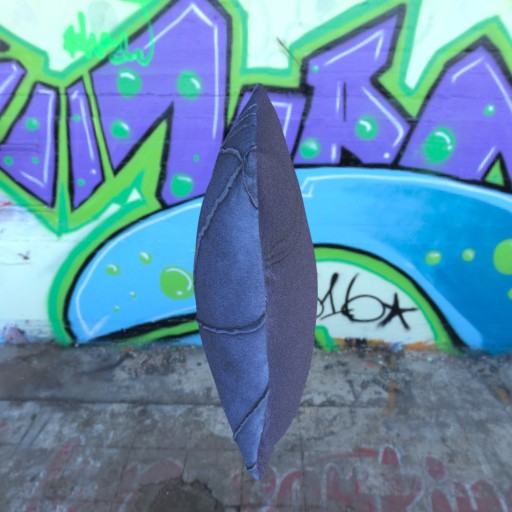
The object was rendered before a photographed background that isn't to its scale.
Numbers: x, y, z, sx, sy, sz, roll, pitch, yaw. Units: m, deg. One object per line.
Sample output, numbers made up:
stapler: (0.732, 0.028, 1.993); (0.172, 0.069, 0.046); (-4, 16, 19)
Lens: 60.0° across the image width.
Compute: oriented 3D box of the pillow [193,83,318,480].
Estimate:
pillow: (0.000, 0.000, 0.664); (0.183, 0.440, 0.439); (1, 28, 1)
